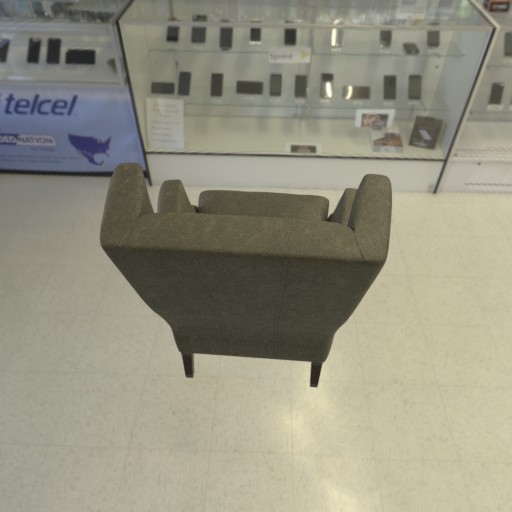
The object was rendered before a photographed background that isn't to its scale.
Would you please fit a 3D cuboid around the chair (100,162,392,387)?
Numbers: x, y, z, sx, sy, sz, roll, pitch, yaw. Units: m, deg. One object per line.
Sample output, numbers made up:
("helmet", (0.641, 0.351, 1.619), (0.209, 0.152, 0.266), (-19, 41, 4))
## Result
("chair", (0.000, 0.000, 1.682), (0.853, 1.016, 0.926), (3, 45, 3))
